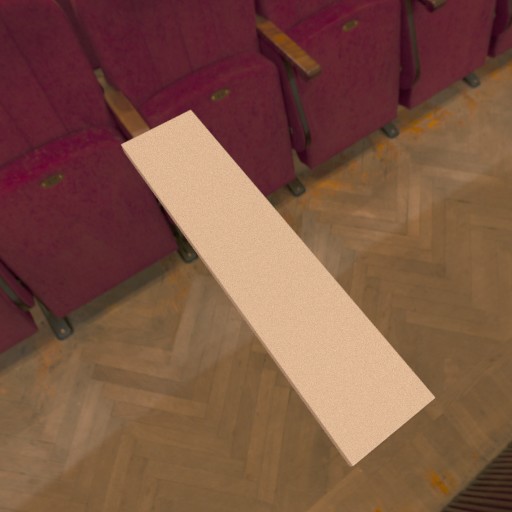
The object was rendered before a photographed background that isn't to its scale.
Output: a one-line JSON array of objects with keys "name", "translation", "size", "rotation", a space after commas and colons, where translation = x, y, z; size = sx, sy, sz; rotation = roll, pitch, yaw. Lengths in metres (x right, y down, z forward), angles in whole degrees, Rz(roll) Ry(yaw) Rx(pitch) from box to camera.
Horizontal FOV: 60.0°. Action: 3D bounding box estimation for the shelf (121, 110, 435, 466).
[{"name": "shelf", "translation": [0.000, 0.000, 0.676], "size": [0.140, 0.020, 0.610], "rotation": [-32, 68, -15]}]
